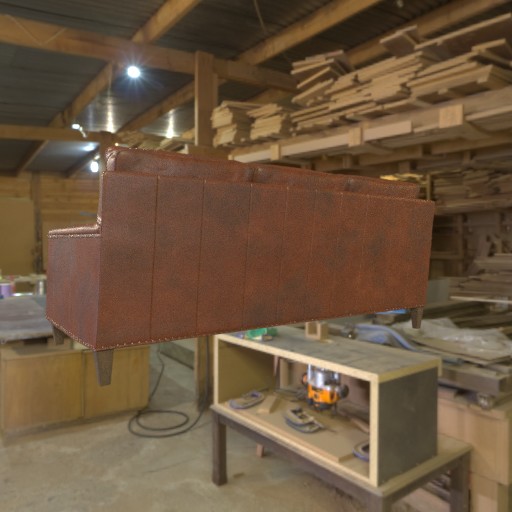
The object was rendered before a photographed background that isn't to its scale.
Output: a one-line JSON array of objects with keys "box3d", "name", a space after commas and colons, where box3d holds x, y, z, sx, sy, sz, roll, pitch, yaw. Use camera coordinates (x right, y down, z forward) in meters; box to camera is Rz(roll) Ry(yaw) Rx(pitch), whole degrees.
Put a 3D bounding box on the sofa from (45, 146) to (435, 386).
[{"box3d": [0.000, 0.000, 2.747, 2.240, 1.003, 1.084, -1, 2, -35], "name": "sofa"}]
